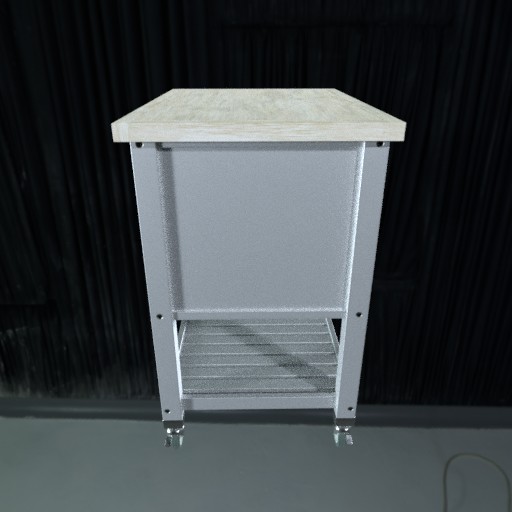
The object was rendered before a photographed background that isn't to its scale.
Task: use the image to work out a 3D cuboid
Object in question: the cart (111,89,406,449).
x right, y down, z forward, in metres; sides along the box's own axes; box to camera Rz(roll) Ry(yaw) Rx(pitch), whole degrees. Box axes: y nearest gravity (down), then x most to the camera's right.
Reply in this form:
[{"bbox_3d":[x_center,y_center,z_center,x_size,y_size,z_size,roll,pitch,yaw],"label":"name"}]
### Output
[{"bbox_3d":[0.000,0.000,1.378,0.559,0.914,0.762,0,25,-1],"label":"cart"}]
